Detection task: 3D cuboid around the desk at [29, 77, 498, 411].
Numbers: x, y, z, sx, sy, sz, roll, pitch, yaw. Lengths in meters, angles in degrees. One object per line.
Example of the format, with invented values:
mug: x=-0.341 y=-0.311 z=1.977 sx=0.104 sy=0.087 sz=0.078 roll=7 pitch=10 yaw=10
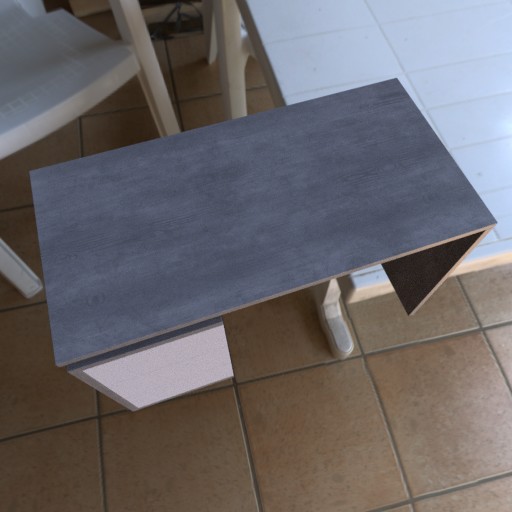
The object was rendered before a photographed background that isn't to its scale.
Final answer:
desk: x=0.000 y=0.000 z=1.586 sx=1.200 sy=0.740 sz=0.600 roll=-17 pitch=64 yaw=-9
